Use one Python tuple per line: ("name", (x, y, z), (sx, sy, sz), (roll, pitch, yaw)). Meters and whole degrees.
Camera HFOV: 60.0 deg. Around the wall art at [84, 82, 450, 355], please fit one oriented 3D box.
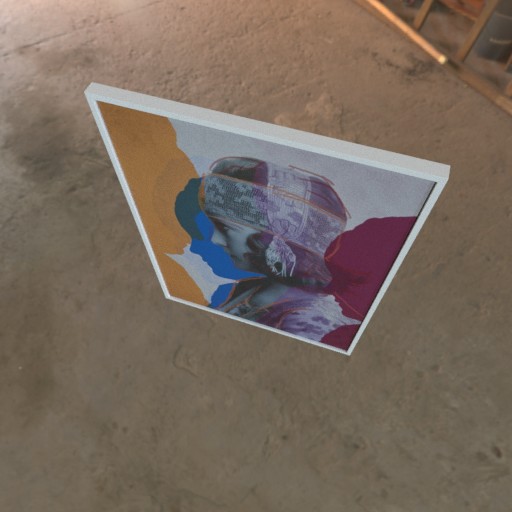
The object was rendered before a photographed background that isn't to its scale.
("wall art", (0.000, 0.000, 1.378), (0.795, 1.050, 0.039), (16, 60, 9))
